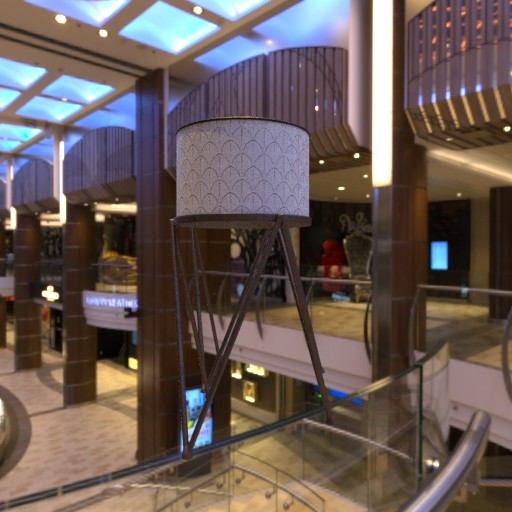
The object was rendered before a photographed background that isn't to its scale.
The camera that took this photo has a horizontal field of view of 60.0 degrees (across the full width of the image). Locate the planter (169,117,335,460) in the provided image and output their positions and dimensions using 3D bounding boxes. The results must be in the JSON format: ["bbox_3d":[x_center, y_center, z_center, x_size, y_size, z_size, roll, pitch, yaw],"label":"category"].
[{"bbox_3d":[0.000,0.000,1.163,0.413,0.712,0.769,0,1,1],"label":"planter"}]
